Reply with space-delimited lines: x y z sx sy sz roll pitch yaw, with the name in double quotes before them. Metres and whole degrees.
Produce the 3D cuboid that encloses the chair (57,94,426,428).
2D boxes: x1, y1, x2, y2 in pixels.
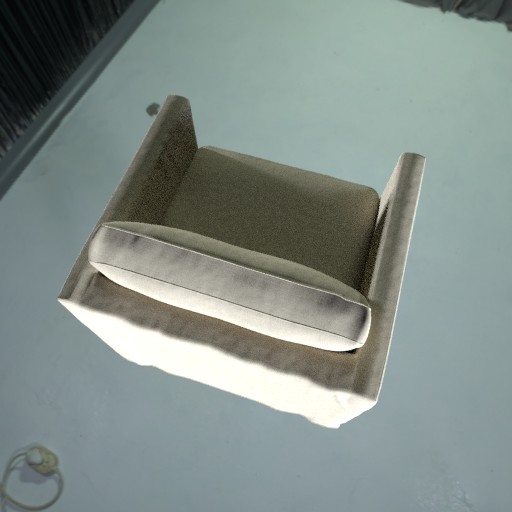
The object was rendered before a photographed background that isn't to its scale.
"chair" 0.000 0.000 1.738 1.057 0.867 0.949 16 65 8
